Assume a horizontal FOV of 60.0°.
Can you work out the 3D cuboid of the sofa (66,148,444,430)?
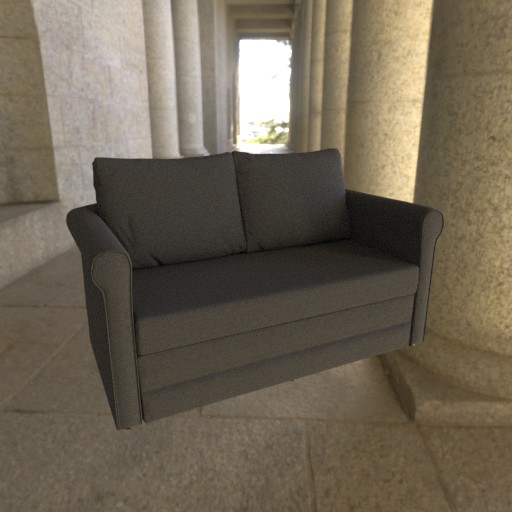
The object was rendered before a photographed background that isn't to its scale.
[{"bbox_3d":[0.000,0.000,1.952,1.460,0.872,0.741,-8,19,-25],"label":"sofa"}]
